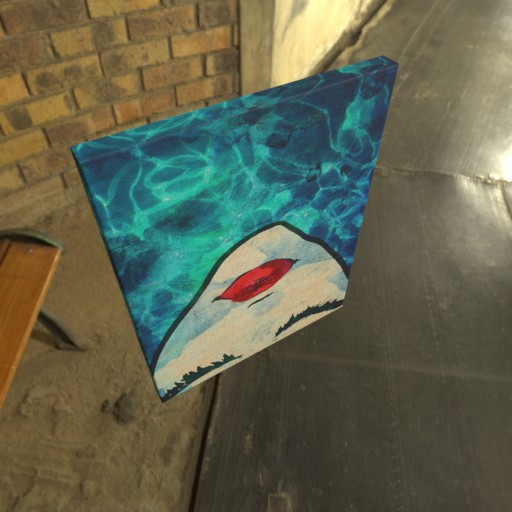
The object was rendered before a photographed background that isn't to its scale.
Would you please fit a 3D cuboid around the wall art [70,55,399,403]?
[{"bbox_3d":[0.000,0.000,0.849,0.508,0.635,0.038,-24,51,-21],"label":"wall art"}]
